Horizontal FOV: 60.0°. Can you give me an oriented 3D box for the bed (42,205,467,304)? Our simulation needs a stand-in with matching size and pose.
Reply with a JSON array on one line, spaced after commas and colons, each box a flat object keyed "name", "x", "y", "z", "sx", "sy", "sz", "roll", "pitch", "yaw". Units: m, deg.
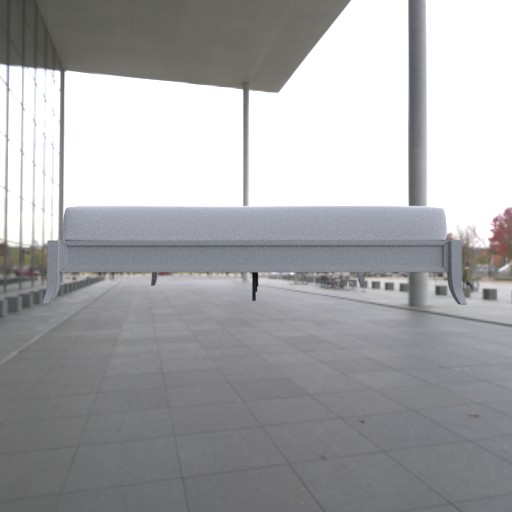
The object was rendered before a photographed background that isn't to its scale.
[{"name": "bed", "x": 0.000, "y": 0.000, "z": 3.149, "sx": 2.007, "sy": 0.510, "sz": 2.108, "roll": 0, "pitch": -1, "yaw": 1}]
